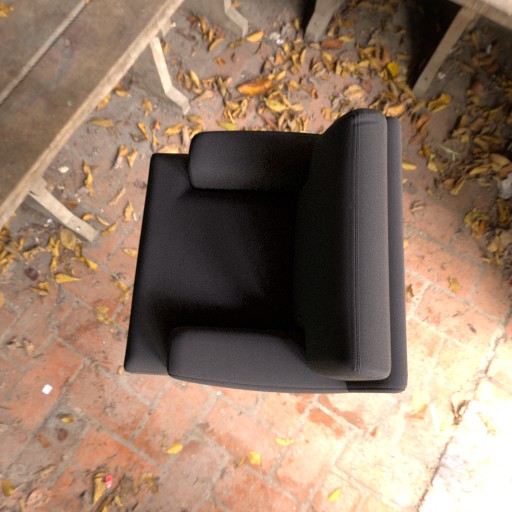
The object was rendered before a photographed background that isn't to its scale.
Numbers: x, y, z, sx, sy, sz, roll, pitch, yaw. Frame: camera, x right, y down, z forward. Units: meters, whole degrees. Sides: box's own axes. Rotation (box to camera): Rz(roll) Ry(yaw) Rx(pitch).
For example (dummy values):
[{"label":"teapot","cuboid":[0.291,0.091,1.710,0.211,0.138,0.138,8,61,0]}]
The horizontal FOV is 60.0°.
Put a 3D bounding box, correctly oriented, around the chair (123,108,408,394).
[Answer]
[{"label":"chair","cuboid":[0.000,0.000,2.001,1.143,0.940,1.168,3,76,1]}]
